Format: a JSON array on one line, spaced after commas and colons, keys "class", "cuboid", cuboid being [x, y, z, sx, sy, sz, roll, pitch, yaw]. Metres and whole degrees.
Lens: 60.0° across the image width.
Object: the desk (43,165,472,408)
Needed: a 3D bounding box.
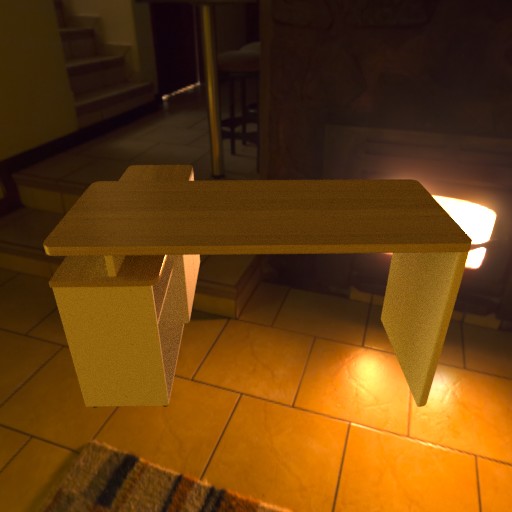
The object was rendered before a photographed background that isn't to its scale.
[{"class": "desk", "cuboid": [0.000, 0.000, 2.119, 1.400, 0.770, 1.175, -1, 30, -1]}]
